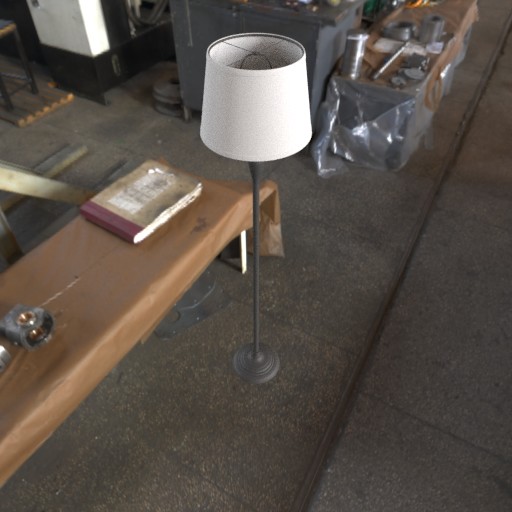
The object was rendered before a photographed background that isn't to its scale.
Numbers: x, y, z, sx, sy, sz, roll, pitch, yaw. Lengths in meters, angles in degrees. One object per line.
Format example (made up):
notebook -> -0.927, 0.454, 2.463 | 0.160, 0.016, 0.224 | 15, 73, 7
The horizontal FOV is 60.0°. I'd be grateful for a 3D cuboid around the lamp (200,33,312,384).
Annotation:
lamp -> 0.000, 0.000, 1.677 | 0.327, 1.506, 0.327 | -3, 45, -3
